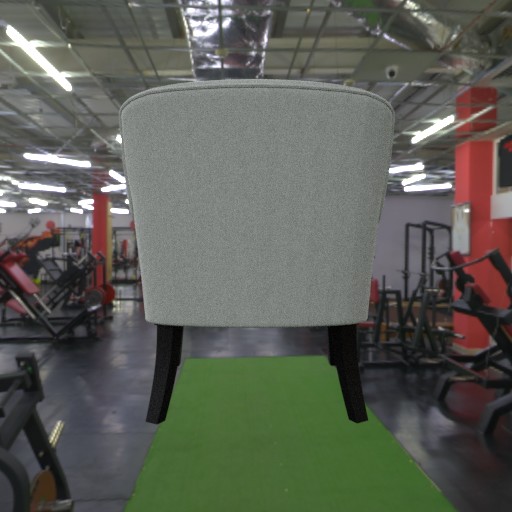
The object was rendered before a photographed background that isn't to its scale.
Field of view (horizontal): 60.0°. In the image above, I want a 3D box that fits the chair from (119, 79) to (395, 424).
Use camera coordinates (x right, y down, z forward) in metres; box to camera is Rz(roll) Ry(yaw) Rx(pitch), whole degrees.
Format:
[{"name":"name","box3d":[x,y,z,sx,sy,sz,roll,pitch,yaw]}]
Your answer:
[{"name":"chair","box3d":[0.000,0.000,1.440,0.781,0.875,0.750,0,1,-1]}]
